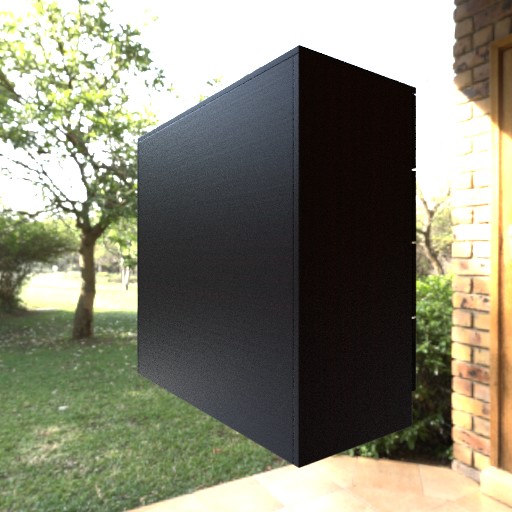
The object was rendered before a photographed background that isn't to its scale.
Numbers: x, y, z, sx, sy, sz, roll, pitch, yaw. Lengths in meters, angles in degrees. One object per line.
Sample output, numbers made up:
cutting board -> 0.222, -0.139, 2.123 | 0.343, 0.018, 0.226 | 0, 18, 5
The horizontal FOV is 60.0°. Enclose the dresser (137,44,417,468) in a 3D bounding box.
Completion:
dresser -> 0.000, 0.000, 1.161 | 0.360, 0.720, 0.750 | 0, 0, -36
